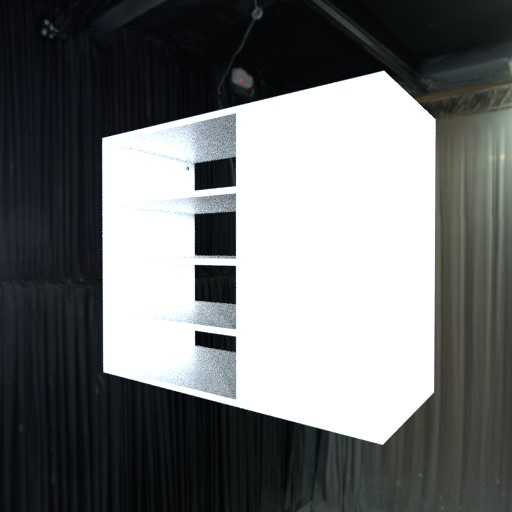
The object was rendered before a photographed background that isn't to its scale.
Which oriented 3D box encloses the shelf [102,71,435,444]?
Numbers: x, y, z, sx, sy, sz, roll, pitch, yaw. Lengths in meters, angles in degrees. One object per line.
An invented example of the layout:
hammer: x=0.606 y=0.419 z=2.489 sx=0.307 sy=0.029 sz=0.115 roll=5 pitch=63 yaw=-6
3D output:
shelf: x=0.000 y=0.000 z=1.288 sx=0.895 sy=0.732 sz=0.396 roll=1 pitch=1 yaw=36
